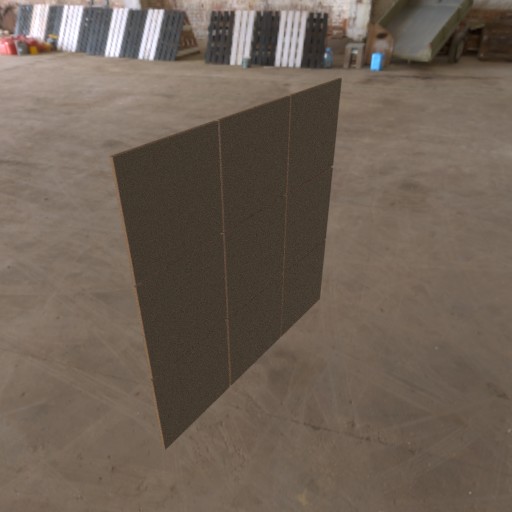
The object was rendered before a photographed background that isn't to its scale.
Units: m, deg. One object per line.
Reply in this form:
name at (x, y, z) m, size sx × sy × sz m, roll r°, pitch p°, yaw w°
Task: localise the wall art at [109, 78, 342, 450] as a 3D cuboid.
wall art at (0.000, 0.000, 1.850) m, size 0.013 × 1.216 × 1.216 m, roll 22°, pitch 39°, yaw 31°
